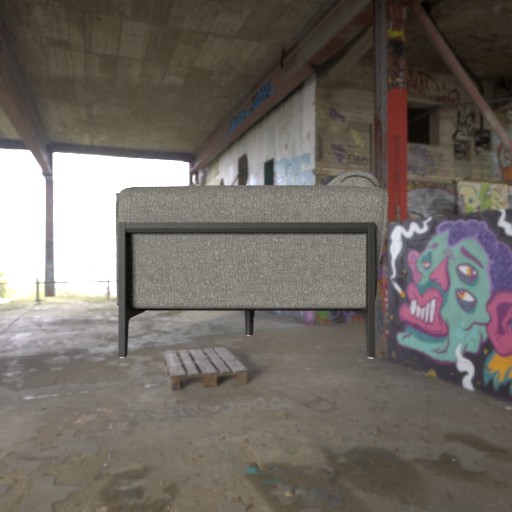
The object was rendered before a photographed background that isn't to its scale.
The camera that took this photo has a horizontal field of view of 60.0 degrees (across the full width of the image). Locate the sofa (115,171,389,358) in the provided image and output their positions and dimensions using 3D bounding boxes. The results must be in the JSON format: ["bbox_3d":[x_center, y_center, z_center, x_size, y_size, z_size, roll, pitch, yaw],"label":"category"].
[{"bbox_3d":[0.000,0.000,2.554,0.985,0.703,2.125,0,0,0],"label":"sofa"}]
